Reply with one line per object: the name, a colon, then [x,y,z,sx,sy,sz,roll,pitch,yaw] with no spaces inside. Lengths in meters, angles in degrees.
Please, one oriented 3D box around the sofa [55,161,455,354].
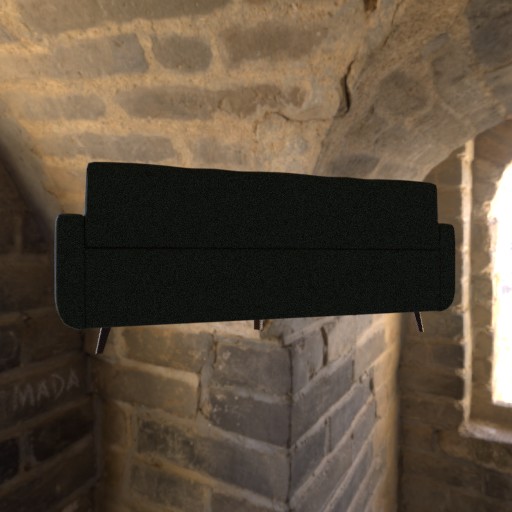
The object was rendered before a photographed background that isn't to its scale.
sofa: [0.000,0.000,2.545,2.029,0.841,0.909,0,0,-19]
